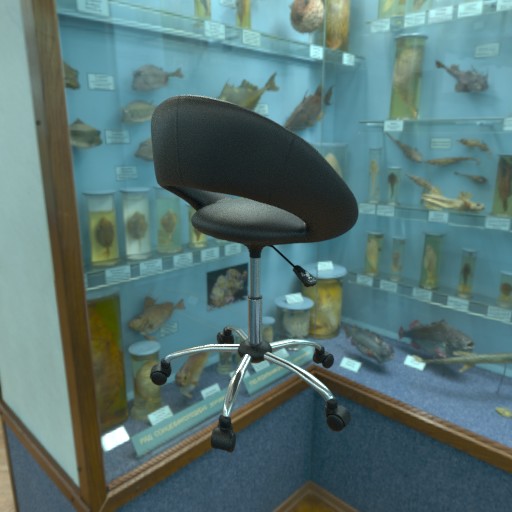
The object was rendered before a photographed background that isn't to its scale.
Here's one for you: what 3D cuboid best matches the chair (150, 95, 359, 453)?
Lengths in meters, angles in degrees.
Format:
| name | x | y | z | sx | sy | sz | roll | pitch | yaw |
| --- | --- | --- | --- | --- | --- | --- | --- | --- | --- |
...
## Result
| name | x | y | z | sx | sy | sz | roll | pitch | yaw |
| --- | --- | --- | --- | --- | --- | --- | --- | --- | --- |
| chair | 0.000 | 0.000 | 1.194 | 0.538 | 0.791 | 0.612 | -14 | 20 | -42 |
